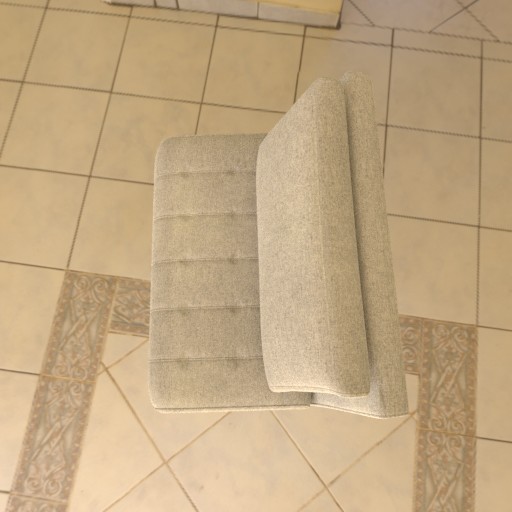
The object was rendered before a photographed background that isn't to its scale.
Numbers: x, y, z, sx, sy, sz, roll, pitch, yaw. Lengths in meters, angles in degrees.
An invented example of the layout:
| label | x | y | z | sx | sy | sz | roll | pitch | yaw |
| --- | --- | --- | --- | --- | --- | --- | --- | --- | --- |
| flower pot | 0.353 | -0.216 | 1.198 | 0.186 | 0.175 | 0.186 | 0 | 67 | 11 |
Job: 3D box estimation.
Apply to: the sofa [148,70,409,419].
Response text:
| label | x | y | z | sx | sy | sz | roll | pitch | yaw |
| --- | --- | --- | --- | --- | --- | --- | --- | --- | --- |
| sofa | 0.000 | 0.000 | 1.818 | 0.910 | 0.910 | 1.220 | -2 | 75 | 0 |
